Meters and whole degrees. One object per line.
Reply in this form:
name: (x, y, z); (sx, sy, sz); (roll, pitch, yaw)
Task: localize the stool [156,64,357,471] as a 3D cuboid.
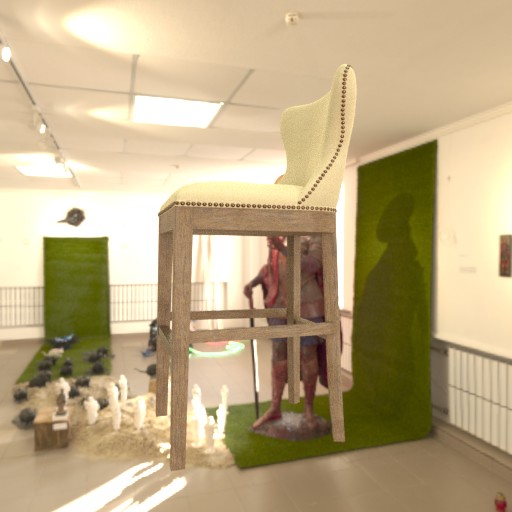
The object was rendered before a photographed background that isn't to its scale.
stool: (0.000, 0.000, 1.444); (0.606, 1.123, 0.494); (0, 1, -18)
